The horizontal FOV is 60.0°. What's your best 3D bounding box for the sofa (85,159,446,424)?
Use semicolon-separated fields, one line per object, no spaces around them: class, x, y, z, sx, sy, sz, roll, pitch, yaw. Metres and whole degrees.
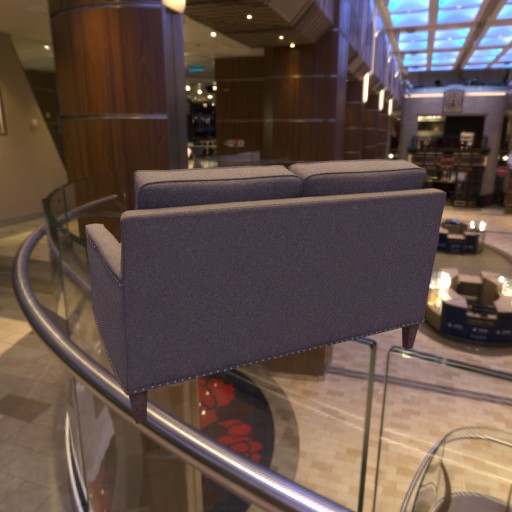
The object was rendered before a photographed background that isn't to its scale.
sofa;0.000;0.000;2.324;1.597;1.003;1.084;-7;17;-25
